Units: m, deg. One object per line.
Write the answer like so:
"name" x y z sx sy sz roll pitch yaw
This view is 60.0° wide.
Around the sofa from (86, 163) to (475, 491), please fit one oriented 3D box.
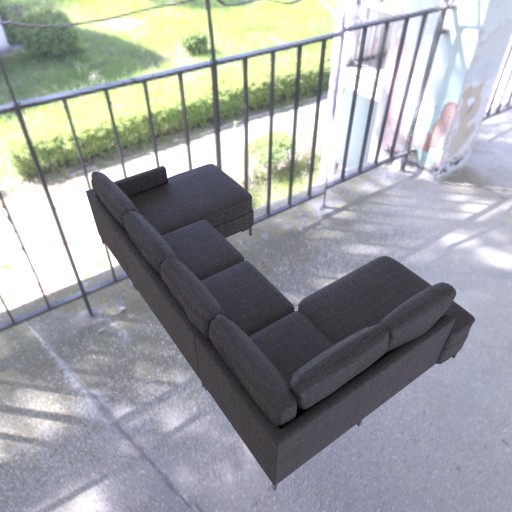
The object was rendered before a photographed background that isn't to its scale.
"sofa" 0.000 0.000 4.248 2.048 0.999 3.423 -25 48 -25
